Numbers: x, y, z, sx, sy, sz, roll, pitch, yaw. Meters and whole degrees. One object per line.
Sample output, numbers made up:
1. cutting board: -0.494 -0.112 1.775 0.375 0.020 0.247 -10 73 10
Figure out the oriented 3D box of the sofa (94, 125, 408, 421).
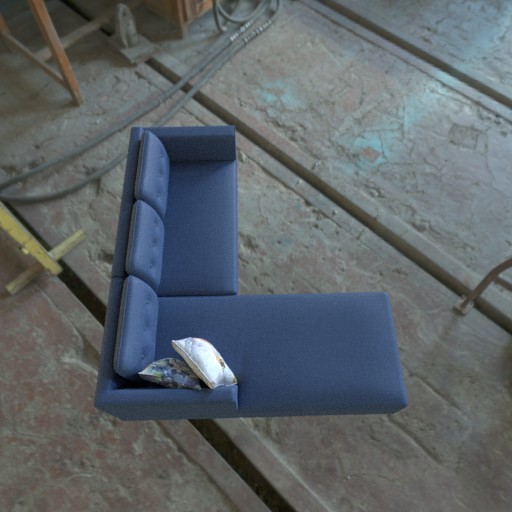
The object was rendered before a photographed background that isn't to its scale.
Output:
1. sofa: 0.000 0.000 3.168 1.829 0.787 2.120 -1 63 -1
